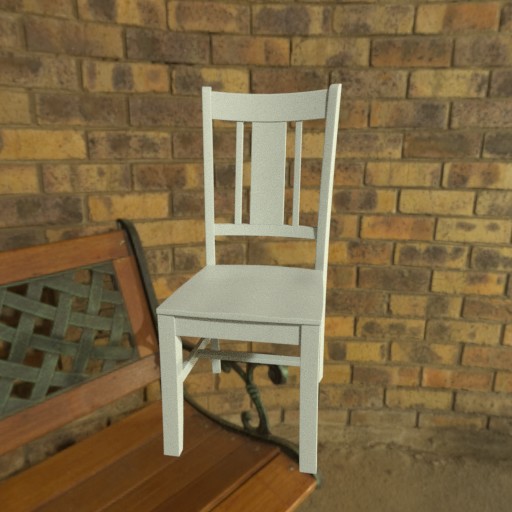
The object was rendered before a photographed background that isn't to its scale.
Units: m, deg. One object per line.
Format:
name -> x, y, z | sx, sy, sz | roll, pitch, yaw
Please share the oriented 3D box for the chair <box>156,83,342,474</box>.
chair -> 0.000, 0.000, 1.299 | 0.450, 0.998, 0.555 | 3, 15, 10
